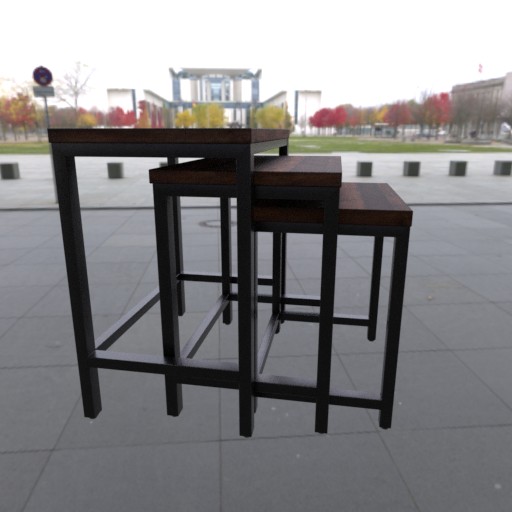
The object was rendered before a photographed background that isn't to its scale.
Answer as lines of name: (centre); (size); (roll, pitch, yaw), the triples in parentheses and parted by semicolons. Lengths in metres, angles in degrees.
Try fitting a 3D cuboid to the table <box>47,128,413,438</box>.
table: (0.000, 0.000, 1.117); (0.660, 0.616, 0.608); (3, 16, 10)
